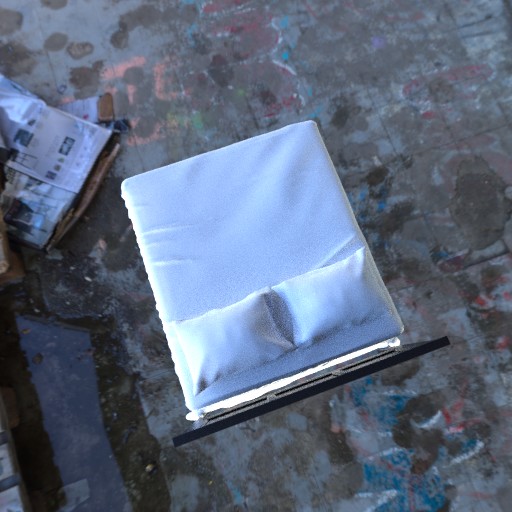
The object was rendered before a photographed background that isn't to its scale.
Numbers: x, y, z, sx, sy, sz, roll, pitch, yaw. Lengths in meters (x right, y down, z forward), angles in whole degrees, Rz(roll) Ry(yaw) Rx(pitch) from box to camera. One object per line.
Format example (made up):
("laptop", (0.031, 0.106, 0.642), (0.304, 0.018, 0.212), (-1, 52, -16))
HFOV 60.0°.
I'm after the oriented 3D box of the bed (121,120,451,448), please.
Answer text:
("bed", (0.000, 0.000, 3.312), (1.870, 1.270, 2.050), (-19, 77, -5))
